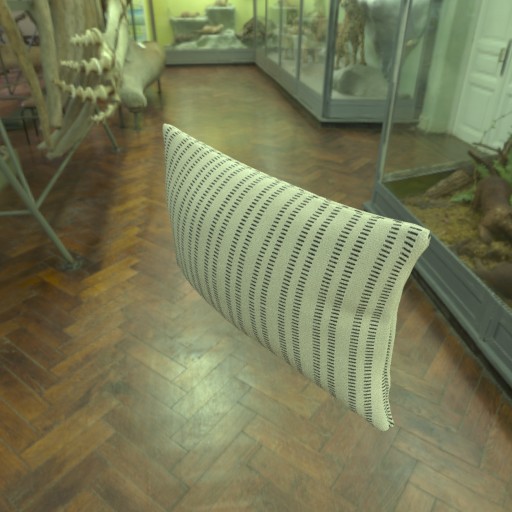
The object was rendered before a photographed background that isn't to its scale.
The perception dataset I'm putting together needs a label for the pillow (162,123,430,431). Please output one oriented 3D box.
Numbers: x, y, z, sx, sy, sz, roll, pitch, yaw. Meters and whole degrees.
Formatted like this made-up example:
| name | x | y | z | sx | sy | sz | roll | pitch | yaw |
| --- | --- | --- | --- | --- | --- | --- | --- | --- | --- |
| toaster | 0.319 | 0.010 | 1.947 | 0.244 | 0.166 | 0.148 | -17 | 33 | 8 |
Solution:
| name | x | y | z | sx | sy | sz | roll | pitch | yaw |
| --- | --- | --- | --- | --- | --- | --- | --- | --- | --- |
| pillow | 0.000 | 0.000 | 0.807 | 0.210 | 0.353 | 0.640 | -22 | 37 | -32 |
